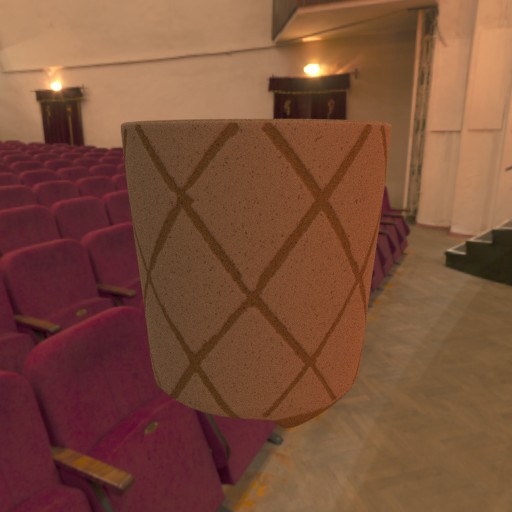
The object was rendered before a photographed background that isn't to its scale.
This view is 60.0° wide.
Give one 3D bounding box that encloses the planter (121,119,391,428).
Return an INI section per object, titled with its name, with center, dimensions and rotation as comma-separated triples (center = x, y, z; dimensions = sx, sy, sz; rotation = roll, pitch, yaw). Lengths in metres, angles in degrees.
[planter]
center = 0.000, 0.000, 0.350
dimensions = 0.191, 0.199, 0.191
rotation = 0, 15, 0
